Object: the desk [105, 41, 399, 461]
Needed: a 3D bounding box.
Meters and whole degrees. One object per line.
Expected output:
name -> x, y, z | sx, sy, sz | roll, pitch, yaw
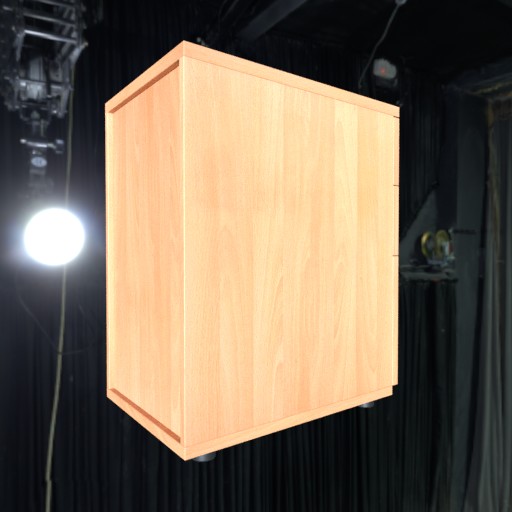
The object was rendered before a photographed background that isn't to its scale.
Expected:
desk -> 0.000, 0.000, 1.085 | 0.600, 0.730, 0.404 | -1, 1, -37
